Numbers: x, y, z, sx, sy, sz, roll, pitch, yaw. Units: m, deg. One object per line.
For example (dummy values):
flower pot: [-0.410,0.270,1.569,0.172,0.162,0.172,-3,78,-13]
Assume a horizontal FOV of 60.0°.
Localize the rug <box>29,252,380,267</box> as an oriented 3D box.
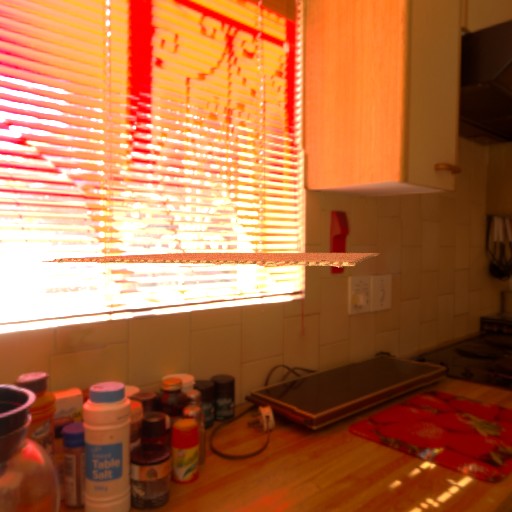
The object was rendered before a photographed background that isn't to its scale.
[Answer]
rug: [0.000,0.000,3.245,1.664,0.029,2.615,0,1,18]
